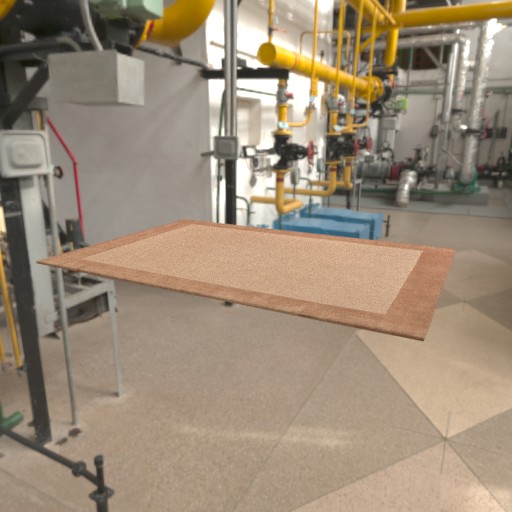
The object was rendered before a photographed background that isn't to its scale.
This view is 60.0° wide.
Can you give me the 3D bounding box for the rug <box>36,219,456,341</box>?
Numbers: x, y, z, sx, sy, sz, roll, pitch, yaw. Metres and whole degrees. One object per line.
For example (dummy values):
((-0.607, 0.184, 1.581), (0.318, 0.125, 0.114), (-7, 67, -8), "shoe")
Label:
((0.000, 0.000, 2.311), (1.829, 0.014, 1.219), (8, 18, 27), "rug")
